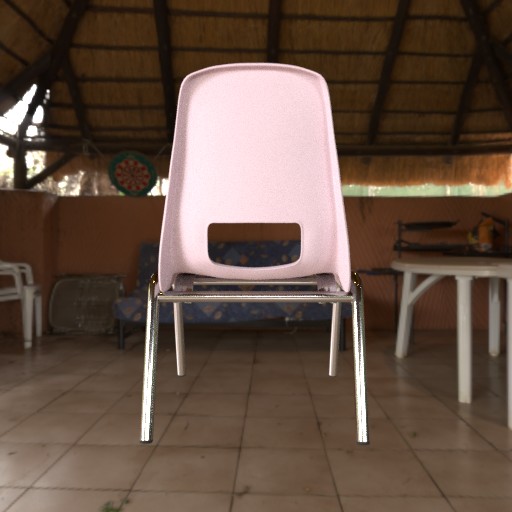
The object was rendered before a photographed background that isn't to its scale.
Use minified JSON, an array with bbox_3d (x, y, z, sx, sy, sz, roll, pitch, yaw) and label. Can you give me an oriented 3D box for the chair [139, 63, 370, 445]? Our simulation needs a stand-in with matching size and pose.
[{"bbox_3d":[0.000,0.000,0.797,0.354,0.536,0.385,0,0,1],"label":"chair"}]
